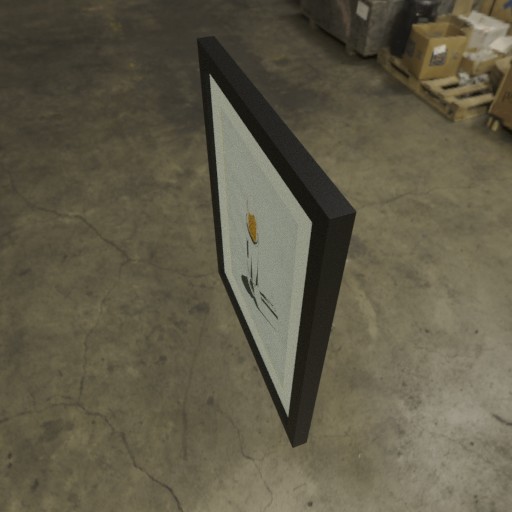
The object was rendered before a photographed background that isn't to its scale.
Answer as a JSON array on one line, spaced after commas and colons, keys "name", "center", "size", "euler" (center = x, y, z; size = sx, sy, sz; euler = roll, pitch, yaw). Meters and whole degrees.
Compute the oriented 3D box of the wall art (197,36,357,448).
[{"name": "wall art", "center": [0.000, 0.000, 0.758], "size": [0.029, 0.559, 0.457], "euler": [-15, 48, -14]}]
